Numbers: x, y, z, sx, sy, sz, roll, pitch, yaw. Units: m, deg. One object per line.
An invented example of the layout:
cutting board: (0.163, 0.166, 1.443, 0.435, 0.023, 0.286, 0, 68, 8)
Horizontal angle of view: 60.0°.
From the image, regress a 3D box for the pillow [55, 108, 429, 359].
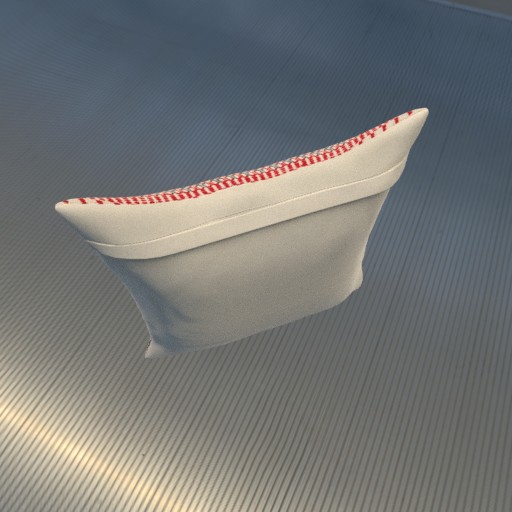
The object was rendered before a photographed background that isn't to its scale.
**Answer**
pillow: (0.000, 0.000, 0.708, 0.463, 0.454, 0.160, -17, 58, -11)
